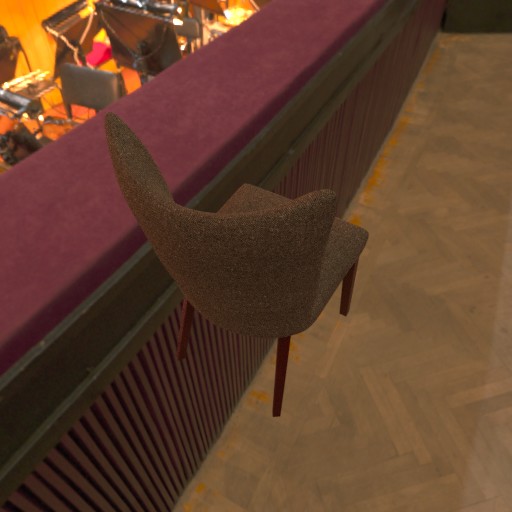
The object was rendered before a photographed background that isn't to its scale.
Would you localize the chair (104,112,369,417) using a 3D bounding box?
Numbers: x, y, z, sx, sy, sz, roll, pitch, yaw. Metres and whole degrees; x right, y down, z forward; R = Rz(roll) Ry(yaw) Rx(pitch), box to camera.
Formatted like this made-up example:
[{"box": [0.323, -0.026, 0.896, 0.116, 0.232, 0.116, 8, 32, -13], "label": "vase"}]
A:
[{"box": [0.000, 0.000, 1.282, 0.535, 0.924, 0.623, 24, 52, 21], "label": "chair"}]
